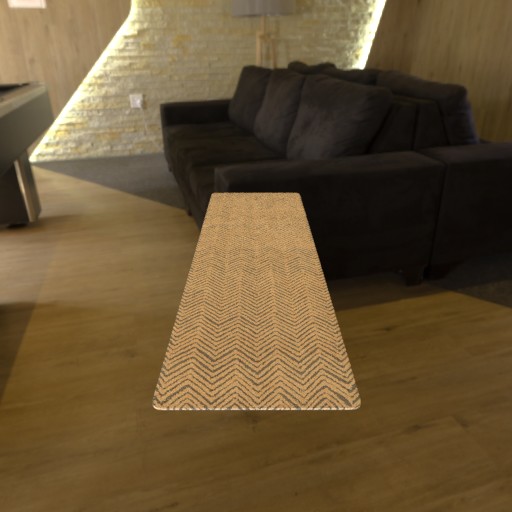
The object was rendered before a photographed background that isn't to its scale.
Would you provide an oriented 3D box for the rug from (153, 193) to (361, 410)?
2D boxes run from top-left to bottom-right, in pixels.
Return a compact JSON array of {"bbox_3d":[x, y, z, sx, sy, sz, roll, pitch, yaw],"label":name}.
[{"bbox_3d":[0.000,0.000,2.460,0.686,0.008,2.286,0,26,0],"label":"rug"}]
